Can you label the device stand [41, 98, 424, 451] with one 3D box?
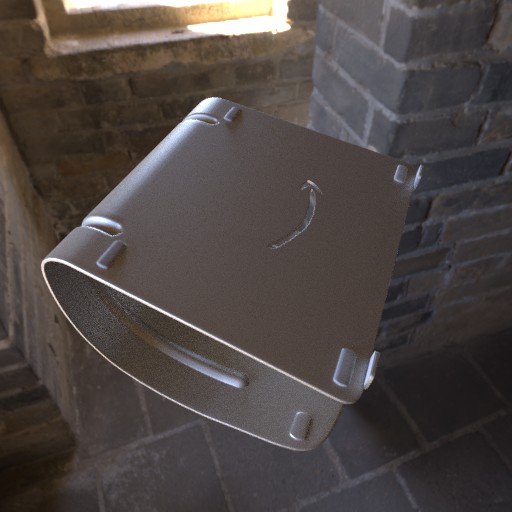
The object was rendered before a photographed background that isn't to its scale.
[{"bbox_3d":[0.000,0.000,0.397,0.236,0.155,0.256,16,49,15],"label":"device stand"}]
